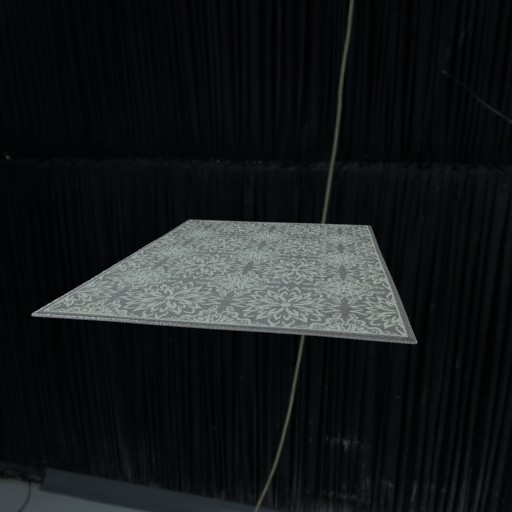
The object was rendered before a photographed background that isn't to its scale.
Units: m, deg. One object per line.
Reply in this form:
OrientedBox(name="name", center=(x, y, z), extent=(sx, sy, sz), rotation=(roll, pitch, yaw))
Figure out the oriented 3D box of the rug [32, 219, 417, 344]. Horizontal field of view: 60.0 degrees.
OrientedBox(name="rug", center=(0.000, 0.000, 2.846), extent=(1.608, 0.014, 2.213), rotation=(3, 16, 9))
